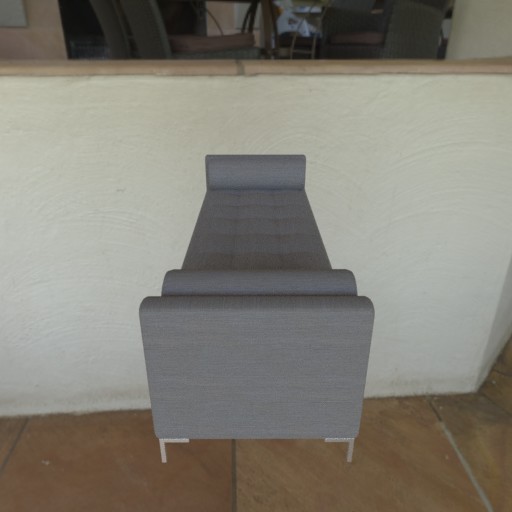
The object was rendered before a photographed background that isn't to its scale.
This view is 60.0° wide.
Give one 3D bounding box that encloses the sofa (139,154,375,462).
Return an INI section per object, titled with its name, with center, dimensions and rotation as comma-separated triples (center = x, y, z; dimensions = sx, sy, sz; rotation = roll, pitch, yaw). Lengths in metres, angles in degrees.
[sofa]
center = 0.000, 0.000, 2.278
dimensions = 0.686, 0.635, 1.981
rotation = 0, 25, 0
